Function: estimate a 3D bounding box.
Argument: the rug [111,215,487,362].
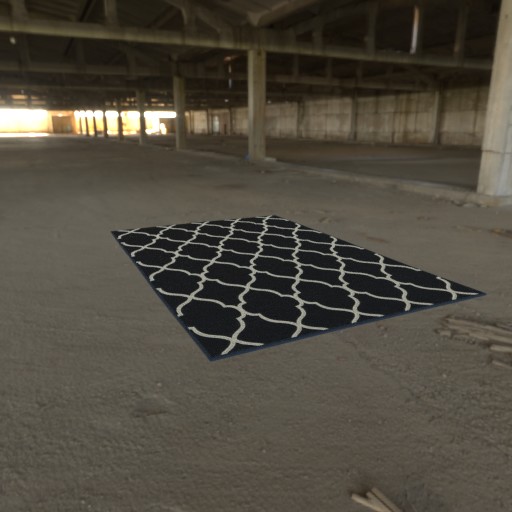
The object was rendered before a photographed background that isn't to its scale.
[{"bbox_3d":[0.000,0.000,2.939,1.526,0.014,2.290,-8,18,-25],"label":"rug"}]
